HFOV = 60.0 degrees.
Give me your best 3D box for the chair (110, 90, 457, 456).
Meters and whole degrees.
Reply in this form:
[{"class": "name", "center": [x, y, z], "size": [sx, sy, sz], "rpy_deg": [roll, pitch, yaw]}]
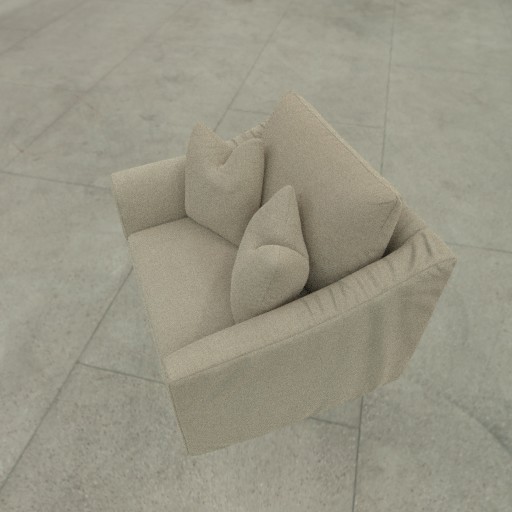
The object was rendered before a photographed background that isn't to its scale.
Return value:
[{"class": "chair", "center": [0.000, 0.000, 2.008], "size": [1.071, 1.093, 1.194], "rpy_deg": [-16, 48, -15]}]
